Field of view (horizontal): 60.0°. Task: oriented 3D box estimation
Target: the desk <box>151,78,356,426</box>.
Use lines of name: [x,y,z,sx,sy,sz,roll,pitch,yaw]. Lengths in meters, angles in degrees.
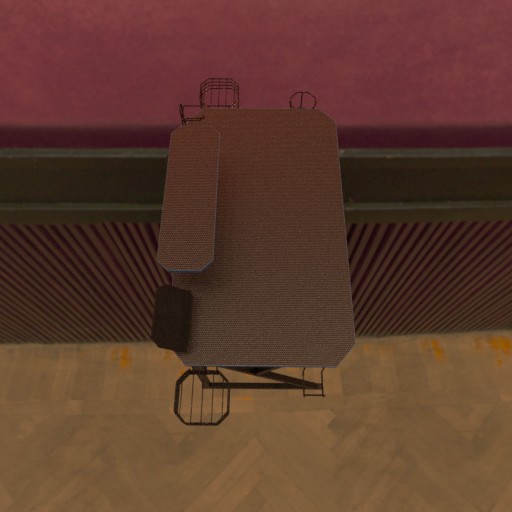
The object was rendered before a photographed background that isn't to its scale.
desk: [0.000,0.000,1.753,0.594,0.909,1.295,0,65,0]
